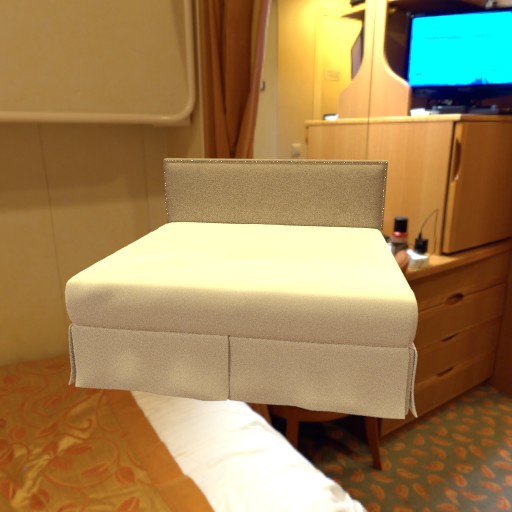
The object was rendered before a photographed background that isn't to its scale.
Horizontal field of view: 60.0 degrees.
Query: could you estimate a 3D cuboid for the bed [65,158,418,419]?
[{"bbox_3d":[0.000,0.000,3.387,2.170,1.346,1.914,2,16,9],"label":"bed"}]
